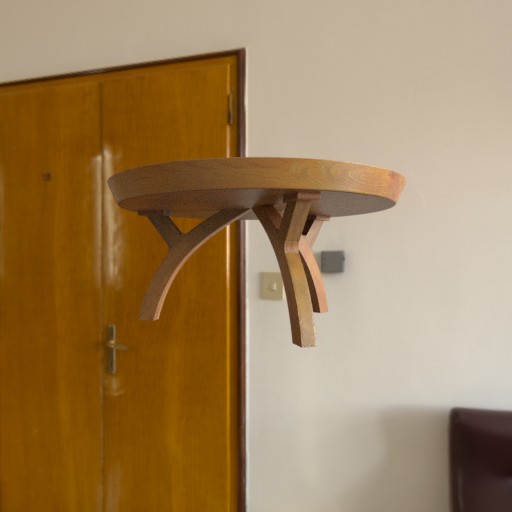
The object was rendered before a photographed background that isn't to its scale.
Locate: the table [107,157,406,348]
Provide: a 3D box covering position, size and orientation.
[{"bbox_3d":[0.000,0.000,1.556,1.016,0.470,1.016,0,0,0],"label":"table"}]
